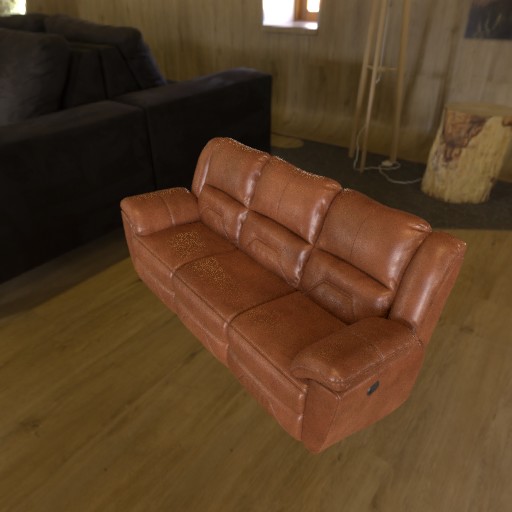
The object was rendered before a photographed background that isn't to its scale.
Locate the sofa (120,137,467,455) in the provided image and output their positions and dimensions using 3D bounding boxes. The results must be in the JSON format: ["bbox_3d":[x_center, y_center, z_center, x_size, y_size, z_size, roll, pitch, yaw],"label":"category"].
[{"bbox_3d":[0.000,0.000,2.909,0.991,1.043,2.337,-22,38,-31],"label":"sofa"}]
